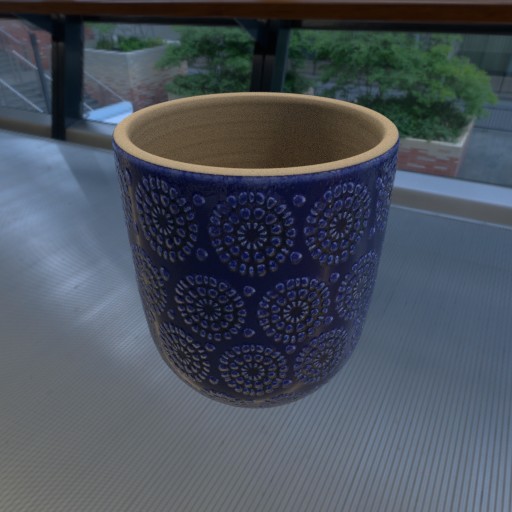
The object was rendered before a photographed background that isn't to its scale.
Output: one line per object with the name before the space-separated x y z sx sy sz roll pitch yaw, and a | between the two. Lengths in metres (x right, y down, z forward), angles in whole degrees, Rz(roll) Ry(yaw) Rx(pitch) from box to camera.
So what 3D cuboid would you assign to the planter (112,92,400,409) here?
planter | 0.000 0.000 0.343 0.184 0.206 0.184 0 32 0
